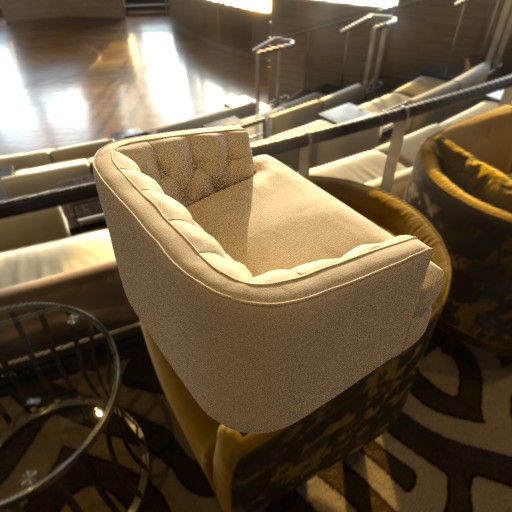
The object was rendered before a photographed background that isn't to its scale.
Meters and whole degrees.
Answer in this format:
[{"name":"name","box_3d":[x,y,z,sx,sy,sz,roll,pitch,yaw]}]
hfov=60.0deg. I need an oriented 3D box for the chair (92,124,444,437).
[{"name":"chair","box_3d":[0.000,0.000,1.741,0.914,0.787,1.118,-25,47,-26]}]
